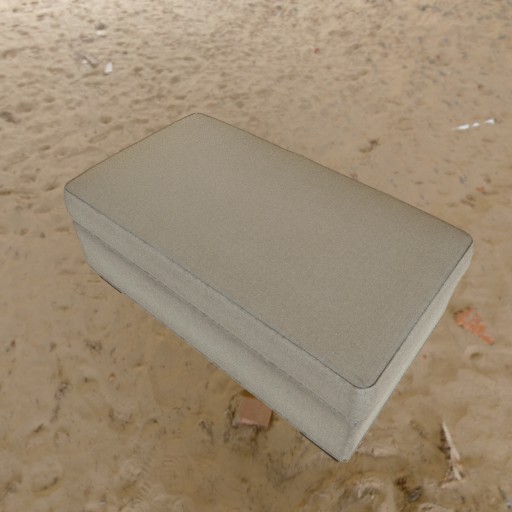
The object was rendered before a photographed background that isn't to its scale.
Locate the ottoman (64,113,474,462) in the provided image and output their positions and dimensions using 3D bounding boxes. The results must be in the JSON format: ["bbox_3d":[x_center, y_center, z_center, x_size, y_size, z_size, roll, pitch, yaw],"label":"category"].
[{"bbox_3d":[0.000,0.000,1.413,1.097,0.461,0.617,31,54,26],"label":"ottoman"}]
